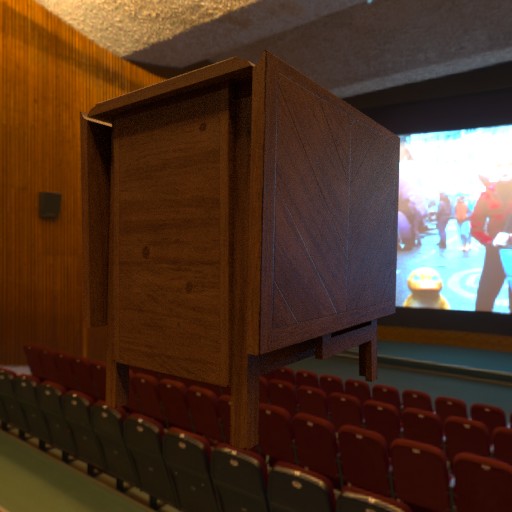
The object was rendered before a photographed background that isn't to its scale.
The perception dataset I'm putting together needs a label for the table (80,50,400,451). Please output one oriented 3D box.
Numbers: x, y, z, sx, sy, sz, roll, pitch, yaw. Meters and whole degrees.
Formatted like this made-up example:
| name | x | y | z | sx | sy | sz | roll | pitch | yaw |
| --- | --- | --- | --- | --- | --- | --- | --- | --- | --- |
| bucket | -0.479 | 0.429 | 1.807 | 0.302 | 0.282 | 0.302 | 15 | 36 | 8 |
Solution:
| name | x | y | z | sx | sy | sz | roll | pitch | yaw |
| --- | --- | --- | --- | --- | --- | --- | --- | --- | --- |
| table | 0.000 | 0.000 | 1.279 | 0.591 | 0.763 | 0.746 | 0 | 0 | 36 |
